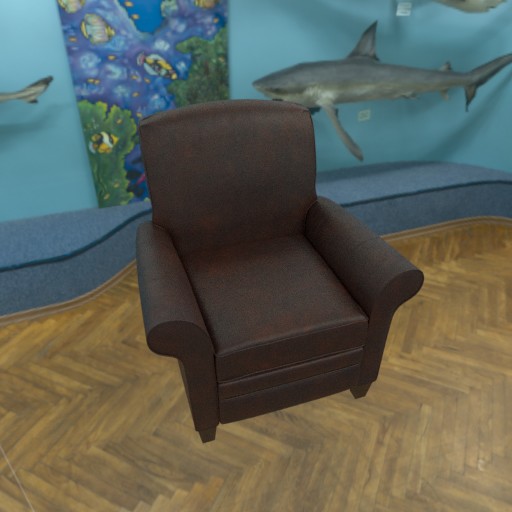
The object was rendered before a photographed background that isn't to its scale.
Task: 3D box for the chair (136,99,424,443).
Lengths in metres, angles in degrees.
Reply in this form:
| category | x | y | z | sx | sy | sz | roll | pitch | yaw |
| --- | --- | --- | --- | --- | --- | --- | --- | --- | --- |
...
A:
| category | x | y | z | sx | sy | sz | roll | pitch | yaw |
| --- | --- | --- | --- | --- | --- | --- | --- | --- | --- |
| chair | 0.000 | 0.000 | 1.828 | 0.978 | 1.061 | 0.902 | -10 | 34 | -15 |
